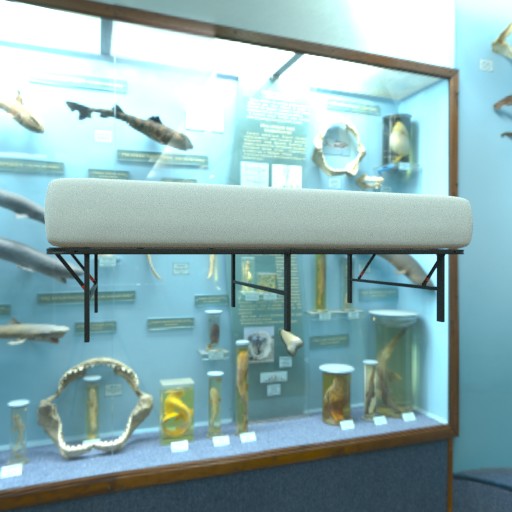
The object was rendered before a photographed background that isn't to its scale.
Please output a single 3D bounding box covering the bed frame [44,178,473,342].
[{"bbox_3d":[0.000,0.000,2.331,1.908,0.640,1.025,0,0,-18],"label":"bed frame"}]
